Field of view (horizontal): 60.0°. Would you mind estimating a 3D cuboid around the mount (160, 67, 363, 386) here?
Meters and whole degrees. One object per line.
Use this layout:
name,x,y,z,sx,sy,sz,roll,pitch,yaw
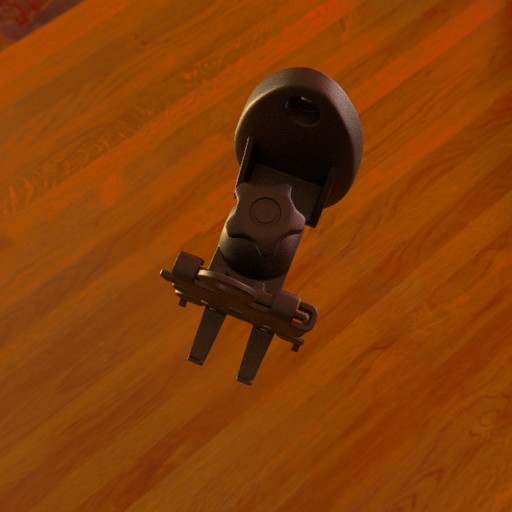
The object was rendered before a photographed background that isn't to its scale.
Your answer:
mount,0.000,0.000,0.179,0.066,0.118,0.100,21,77,5
